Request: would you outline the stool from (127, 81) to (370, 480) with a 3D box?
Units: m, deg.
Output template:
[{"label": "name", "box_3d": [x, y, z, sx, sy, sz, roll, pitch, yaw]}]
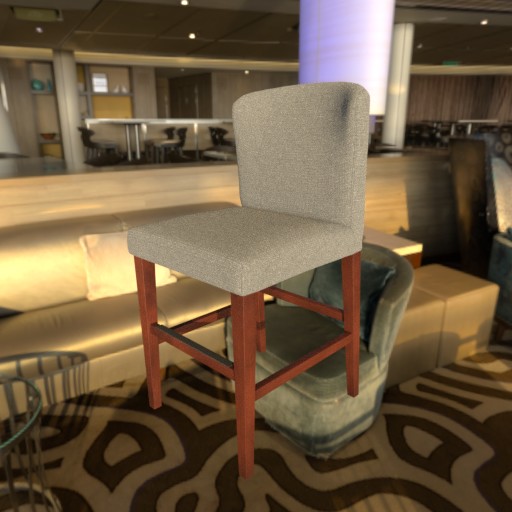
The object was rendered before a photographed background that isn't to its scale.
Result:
[{"label": "stool", "box_3d": [0.000, 0.000, 1.286, 0.479, 0.968, 0.568, 16, 23, 42]}]
